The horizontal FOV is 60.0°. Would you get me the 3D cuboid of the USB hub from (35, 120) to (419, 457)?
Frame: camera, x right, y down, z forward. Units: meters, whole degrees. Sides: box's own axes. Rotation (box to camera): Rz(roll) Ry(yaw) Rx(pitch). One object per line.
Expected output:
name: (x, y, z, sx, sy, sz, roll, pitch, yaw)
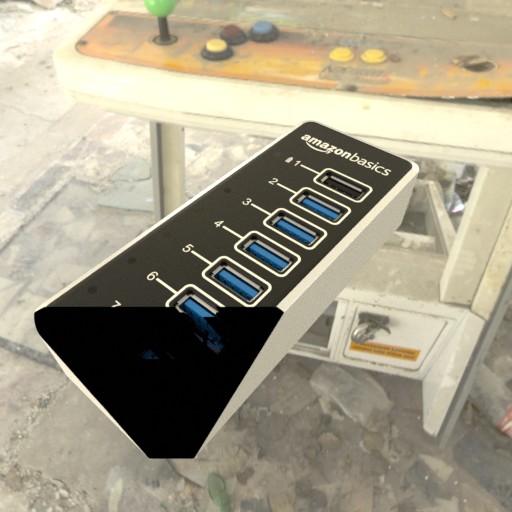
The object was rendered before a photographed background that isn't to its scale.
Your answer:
USB hub: (0.000, 0.000, 0.126, 0.044, 0.023, 0.110, 32, 55, 25)
